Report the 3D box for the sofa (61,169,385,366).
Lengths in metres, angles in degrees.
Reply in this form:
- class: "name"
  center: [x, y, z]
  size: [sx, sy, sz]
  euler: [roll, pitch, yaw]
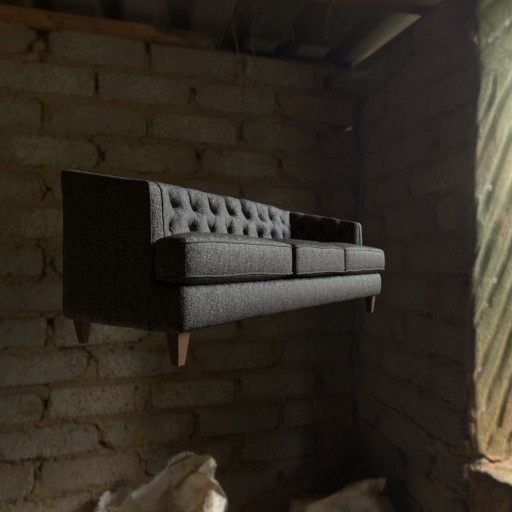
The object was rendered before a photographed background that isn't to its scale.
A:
- class: "sofa"
  center: [0.000, 0.000, 2.756]
  size: [0.941, 0.855, 2.278]
  euler: [0, -1, 34]
